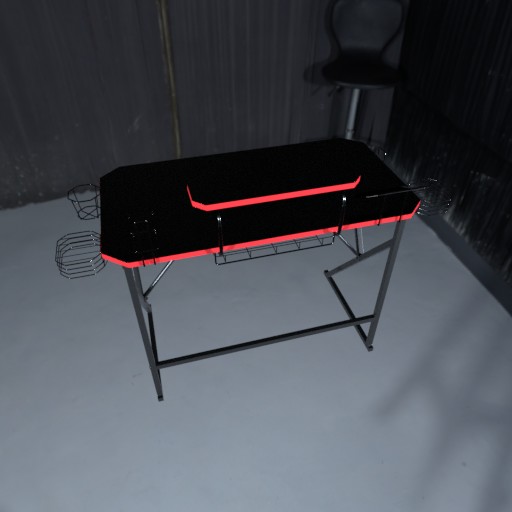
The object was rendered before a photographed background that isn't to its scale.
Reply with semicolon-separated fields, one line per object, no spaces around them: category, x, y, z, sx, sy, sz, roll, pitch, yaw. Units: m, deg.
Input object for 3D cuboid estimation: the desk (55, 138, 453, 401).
desk;0.000;0.000;1.706;1.280;0.913;0.588;-10;42;-12
